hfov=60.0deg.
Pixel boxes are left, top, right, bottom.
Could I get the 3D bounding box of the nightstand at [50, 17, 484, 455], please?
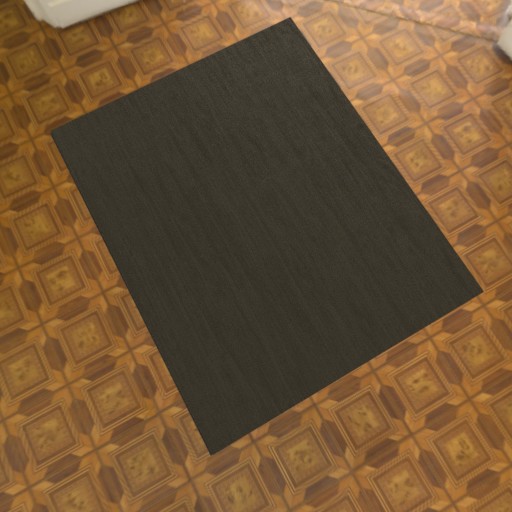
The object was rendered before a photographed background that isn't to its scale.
[{"bbox_3d":[0.000,0.000,0.738,0.347,0.448,0.427,-29,77,-7],"label":"nightstand"}]
